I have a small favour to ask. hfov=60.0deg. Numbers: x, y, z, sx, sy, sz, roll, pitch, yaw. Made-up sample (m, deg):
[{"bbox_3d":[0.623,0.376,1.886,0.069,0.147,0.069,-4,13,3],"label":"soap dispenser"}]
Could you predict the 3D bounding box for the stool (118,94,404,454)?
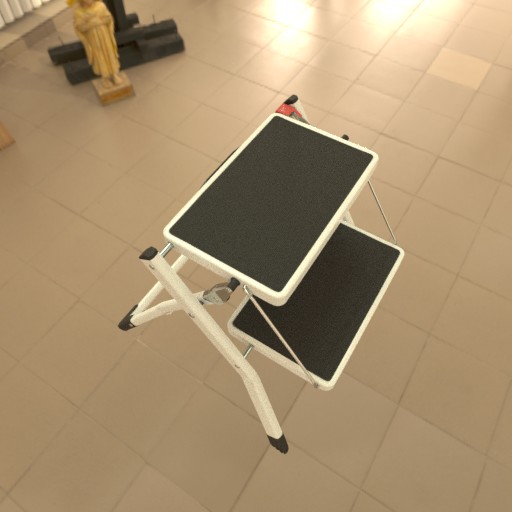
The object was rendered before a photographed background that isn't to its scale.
[{"bbox_3d":[0.000,0.000,0.865,0.490,0.445,0.485,28,61,17],"label":"stool"}]
